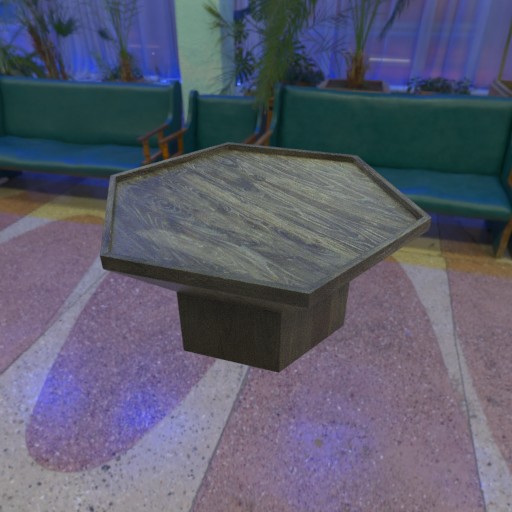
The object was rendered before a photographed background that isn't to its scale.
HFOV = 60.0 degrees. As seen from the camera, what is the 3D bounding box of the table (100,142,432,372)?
[{"bbox_3d":[0.000,0.000,1.611,1.115,0.488,0.966,9,34,14],"label":"table"}]
